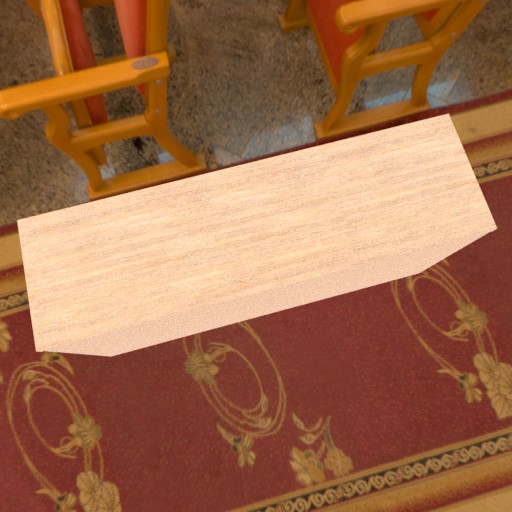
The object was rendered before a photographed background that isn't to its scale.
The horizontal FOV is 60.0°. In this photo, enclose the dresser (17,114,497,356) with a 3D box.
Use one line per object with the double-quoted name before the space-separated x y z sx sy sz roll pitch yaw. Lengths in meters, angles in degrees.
"dresser" 0.000 0.000 1.909 1.524 0.914 0.457 -15 76 -4
